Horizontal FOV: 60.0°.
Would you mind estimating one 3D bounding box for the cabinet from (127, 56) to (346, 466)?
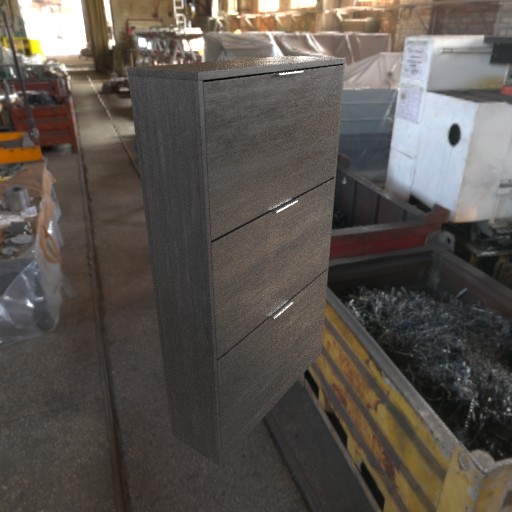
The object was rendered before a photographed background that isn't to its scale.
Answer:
[{"bbox_3d":[0.000,0.000,1.595,0.250,1.280,0.750,18,32,31],"label":"cabinet"}]
